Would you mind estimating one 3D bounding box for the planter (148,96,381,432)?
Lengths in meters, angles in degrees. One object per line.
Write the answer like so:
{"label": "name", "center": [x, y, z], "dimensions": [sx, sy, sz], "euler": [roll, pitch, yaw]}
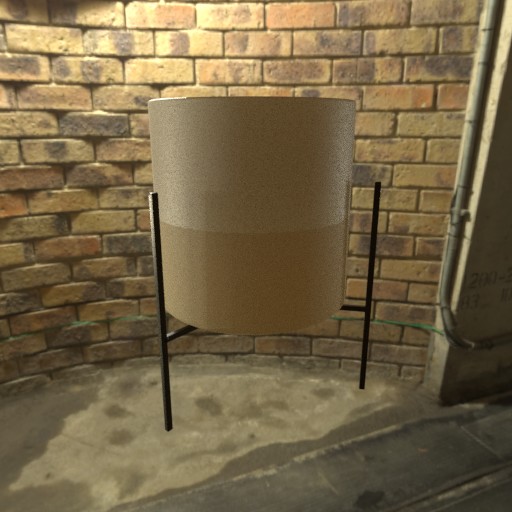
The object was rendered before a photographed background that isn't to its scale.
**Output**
{"label": "planter", "center": [0.000, 0.000, 0.546], "dimensions": [0.263, 0.362, 0.267], "euler": [9, 19, 28]}
